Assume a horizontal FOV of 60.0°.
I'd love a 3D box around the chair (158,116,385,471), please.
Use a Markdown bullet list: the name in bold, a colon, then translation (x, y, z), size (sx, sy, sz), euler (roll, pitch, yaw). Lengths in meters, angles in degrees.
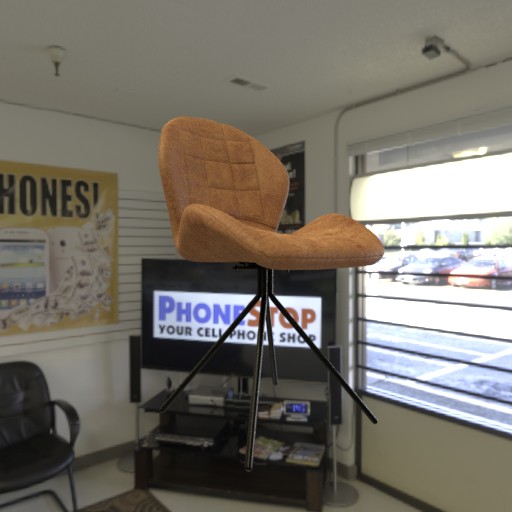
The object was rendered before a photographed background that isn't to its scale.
- **chair**: translation (0.000, 0.000, 1.296), size (0.527, 0.929, 0.640), euler (-1, 1, -37)
